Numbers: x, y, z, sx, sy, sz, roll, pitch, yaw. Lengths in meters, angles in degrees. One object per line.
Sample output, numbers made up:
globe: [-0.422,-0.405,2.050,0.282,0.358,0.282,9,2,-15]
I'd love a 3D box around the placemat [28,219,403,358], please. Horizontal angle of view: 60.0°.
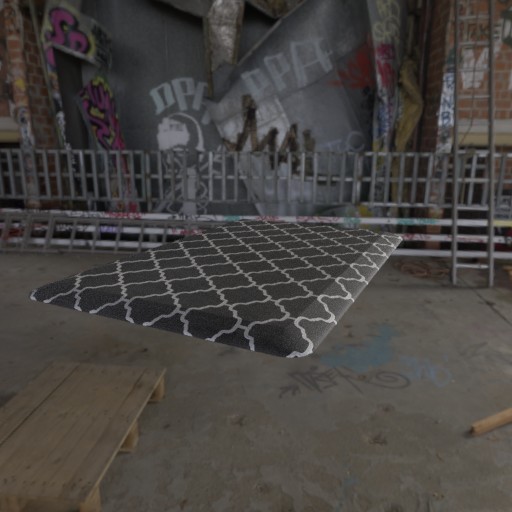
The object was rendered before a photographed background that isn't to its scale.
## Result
placemat: [0.000,0.000,0.956,0.508,0.021,0.762,7,17,25]
